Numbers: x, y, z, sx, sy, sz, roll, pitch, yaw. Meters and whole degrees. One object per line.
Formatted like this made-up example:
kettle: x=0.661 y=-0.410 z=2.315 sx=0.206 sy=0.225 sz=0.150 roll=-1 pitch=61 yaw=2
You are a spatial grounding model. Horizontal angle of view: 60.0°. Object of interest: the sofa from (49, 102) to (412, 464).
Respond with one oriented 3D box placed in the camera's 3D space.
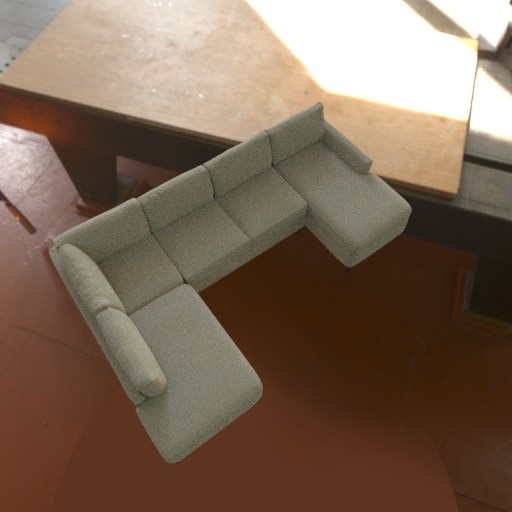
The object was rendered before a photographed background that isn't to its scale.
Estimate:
sofa: x=0.000 y=0.000 z=3.908 sx=2.984 sy=0.862 sz=1.989 roll=-32 pitch=64 yaw=-18
